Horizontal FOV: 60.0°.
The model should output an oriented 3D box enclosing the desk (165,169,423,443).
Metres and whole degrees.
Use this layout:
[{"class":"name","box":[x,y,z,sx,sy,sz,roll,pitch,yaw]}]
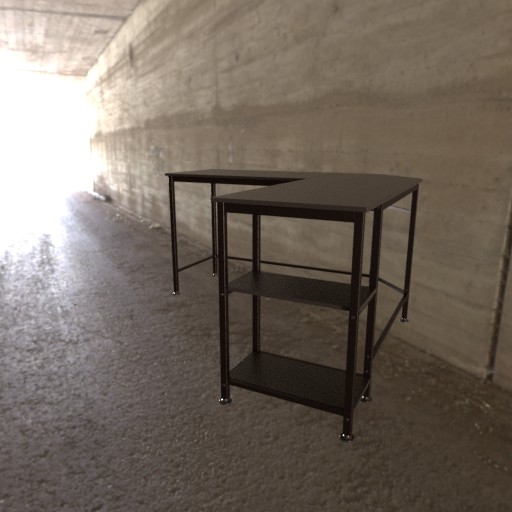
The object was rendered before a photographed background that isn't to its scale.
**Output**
[{"class":"desk","box":[0.000,0.000,2.179,1.379,0.739,1.379,7,16,26]}]
